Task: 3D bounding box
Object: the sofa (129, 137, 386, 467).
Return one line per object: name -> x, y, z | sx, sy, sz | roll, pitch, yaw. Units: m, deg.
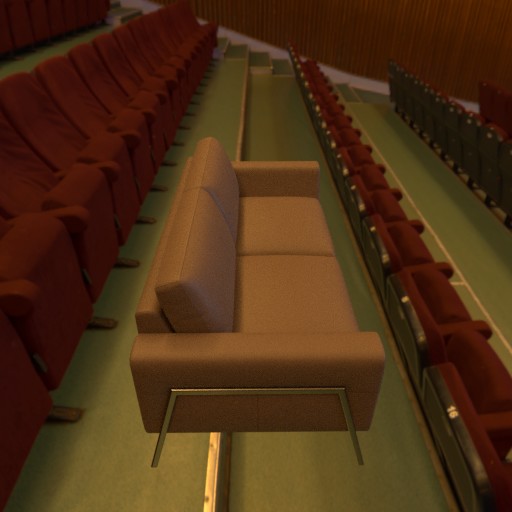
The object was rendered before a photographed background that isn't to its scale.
sofa -> 0.000, 0.000, 2.534 | 0.953, 0.875, 2.017 | 0, 33, -1
